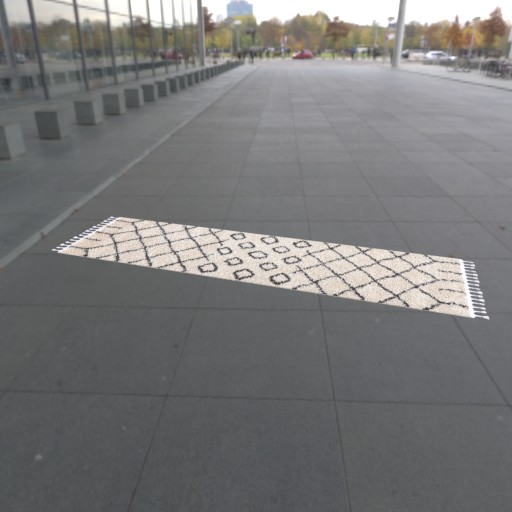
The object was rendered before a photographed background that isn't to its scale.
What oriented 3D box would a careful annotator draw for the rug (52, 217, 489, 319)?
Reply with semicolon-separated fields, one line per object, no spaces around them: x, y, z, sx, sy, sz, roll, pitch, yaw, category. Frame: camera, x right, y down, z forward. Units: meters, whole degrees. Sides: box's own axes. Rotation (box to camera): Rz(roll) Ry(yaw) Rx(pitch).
0.000;0.000;2.657;2.464;0.005;0.660;8;26;16;rug
